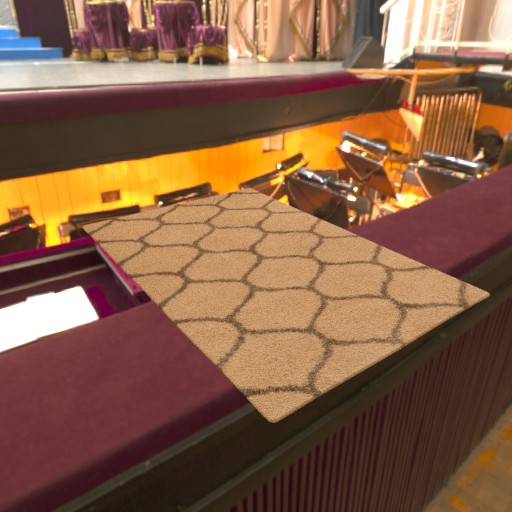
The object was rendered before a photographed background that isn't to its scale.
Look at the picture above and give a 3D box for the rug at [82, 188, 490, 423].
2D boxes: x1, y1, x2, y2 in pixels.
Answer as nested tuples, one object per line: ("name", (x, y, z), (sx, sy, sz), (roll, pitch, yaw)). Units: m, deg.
("rug", (0.000, 0.000, 3.369), (1.801, 0.026, 2.701), (-18, 32, -32))
